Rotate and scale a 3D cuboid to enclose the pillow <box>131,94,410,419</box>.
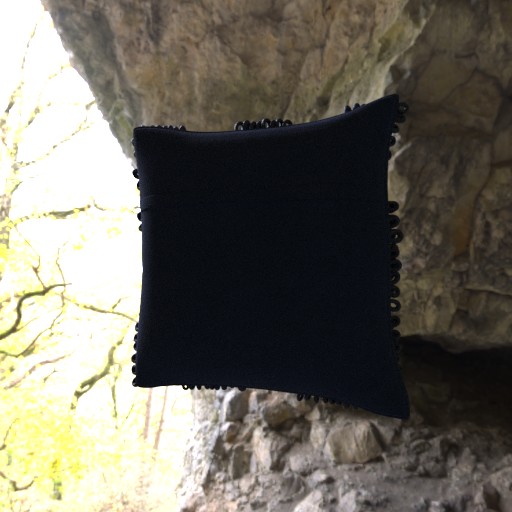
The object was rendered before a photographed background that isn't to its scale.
[{"bbox_3d":[0.000,0.000,0.716,0.469,0.466,0.172,0,0,19],"label":"pillow"}]
